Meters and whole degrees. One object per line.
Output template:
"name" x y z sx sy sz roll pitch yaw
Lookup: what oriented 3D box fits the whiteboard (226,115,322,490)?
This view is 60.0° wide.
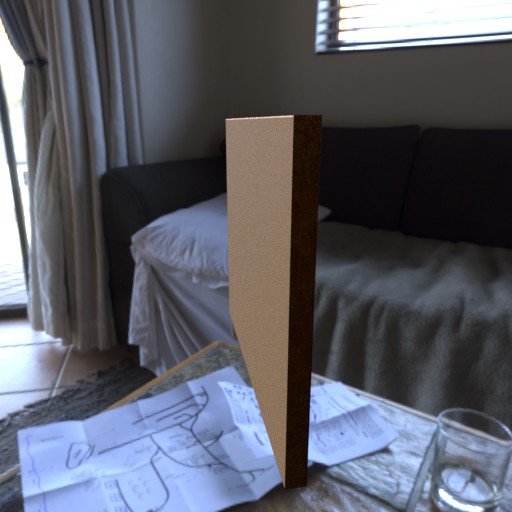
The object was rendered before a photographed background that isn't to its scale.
"whiteboard" 0.000 0.000 0.768 0.029 0.457 0.561 -3 17 -10
